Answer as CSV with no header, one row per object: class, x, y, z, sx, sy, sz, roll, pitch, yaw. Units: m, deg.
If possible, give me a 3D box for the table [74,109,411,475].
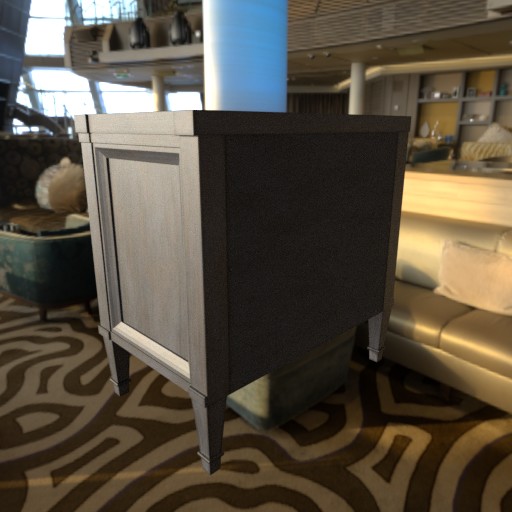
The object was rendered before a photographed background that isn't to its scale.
table,0.000,0.000,1.091,0.660,0.660,0.413,-16,22,-42
